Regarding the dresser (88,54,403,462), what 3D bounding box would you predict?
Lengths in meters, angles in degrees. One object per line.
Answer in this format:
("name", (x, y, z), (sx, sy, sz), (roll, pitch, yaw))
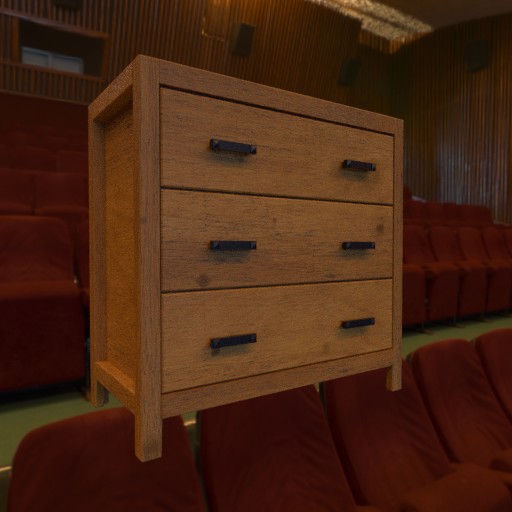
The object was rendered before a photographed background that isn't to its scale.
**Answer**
("dresser", (0.000, 0.000, 1.251), (0.804, 0.804, 0.427), (-1, 2, -34))
